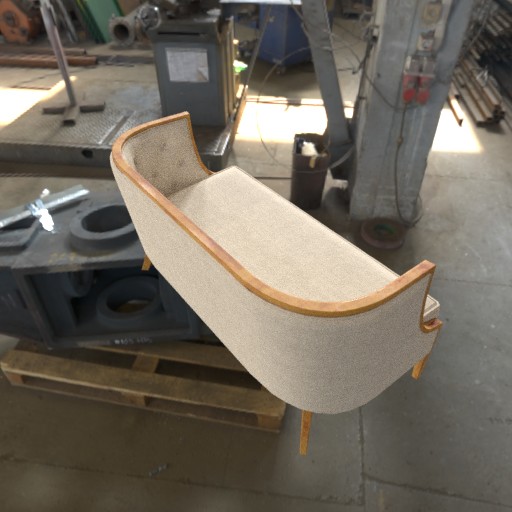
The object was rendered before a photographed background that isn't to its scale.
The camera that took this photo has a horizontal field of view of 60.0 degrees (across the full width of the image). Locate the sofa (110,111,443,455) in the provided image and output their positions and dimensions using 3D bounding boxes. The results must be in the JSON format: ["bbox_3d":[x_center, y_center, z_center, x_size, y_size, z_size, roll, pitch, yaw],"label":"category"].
[{"bbox_3d":[0.000,0.000,1.949,0.770,0.775,1.474,-27,47,-28],"label":"sofa"}]
